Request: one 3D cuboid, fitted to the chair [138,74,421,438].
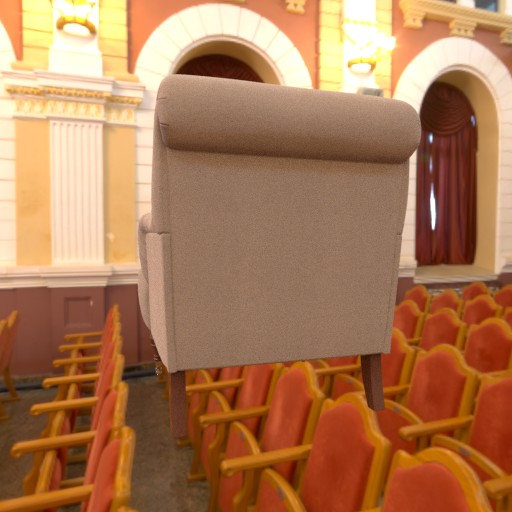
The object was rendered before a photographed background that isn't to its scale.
[{"bbox_3d":[0.000,0.000,1.536,0.766,0.942,0.842,-1,2,-18],"label":"chair"}]
